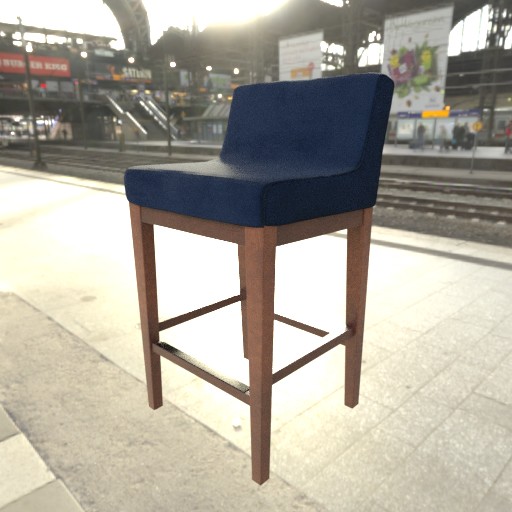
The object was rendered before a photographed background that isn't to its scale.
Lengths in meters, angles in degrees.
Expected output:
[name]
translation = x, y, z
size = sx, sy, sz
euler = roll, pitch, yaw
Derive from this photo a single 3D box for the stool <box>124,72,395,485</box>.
[stool]
translation = 0.000, 0.000, 1.228
size = 0.511, 0.945, 0.516
euler = 14, 21, 41
